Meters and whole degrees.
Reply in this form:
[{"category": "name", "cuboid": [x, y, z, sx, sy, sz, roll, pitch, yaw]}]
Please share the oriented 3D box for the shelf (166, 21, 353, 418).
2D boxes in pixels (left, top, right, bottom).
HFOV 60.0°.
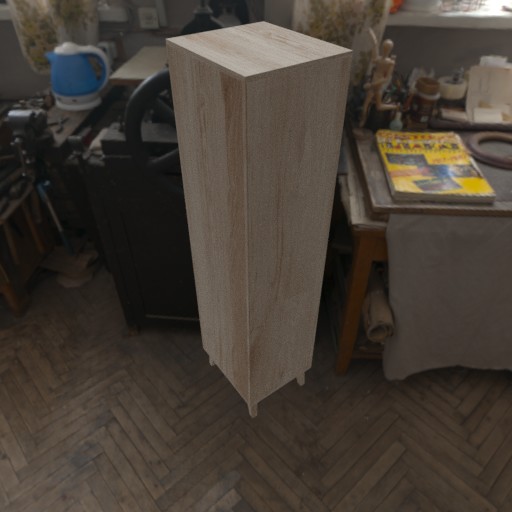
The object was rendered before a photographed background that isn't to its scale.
[{"category": "shelf", "cuboid": [0.000, 0.000, 2.201, 0.450, 1.960, 0.510, -25, 46, -27]}]
